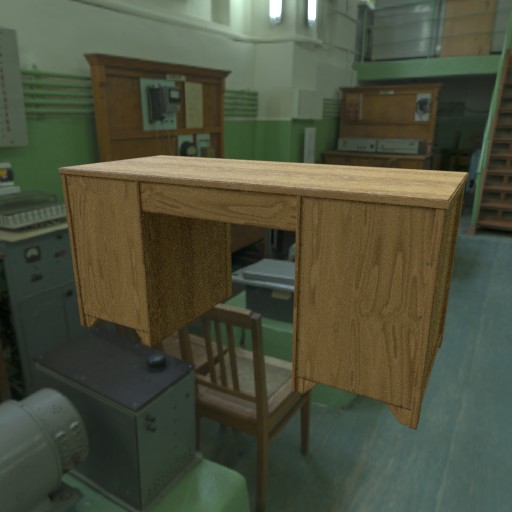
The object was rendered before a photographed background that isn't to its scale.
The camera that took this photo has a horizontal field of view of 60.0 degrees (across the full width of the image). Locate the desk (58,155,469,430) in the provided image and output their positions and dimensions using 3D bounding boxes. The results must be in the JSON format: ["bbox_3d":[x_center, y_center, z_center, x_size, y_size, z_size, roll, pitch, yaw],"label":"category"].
[{"bbox_3d":[0.000,0.000,1.953,1.567,0.751,0.685,9,20,27],"label":"desk"}]
